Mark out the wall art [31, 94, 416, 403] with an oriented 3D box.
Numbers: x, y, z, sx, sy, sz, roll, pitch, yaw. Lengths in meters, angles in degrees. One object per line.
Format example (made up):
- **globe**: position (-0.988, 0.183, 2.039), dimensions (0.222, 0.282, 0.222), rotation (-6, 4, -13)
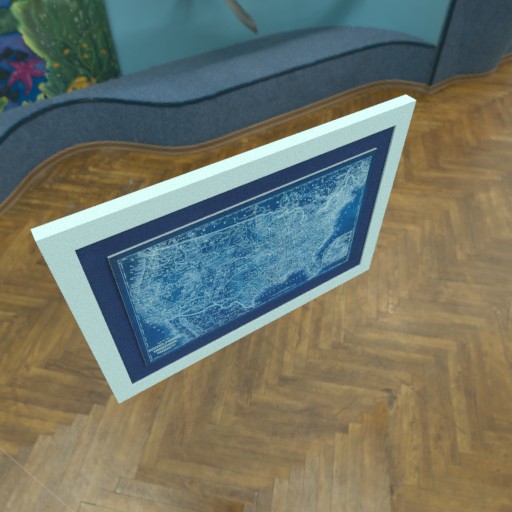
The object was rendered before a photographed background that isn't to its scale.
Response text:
- **wall art**: position (0.000, 0.000, 1.665), dimensions (1.308, 0.902, 0.051), rotation (-25, 52, -22)
